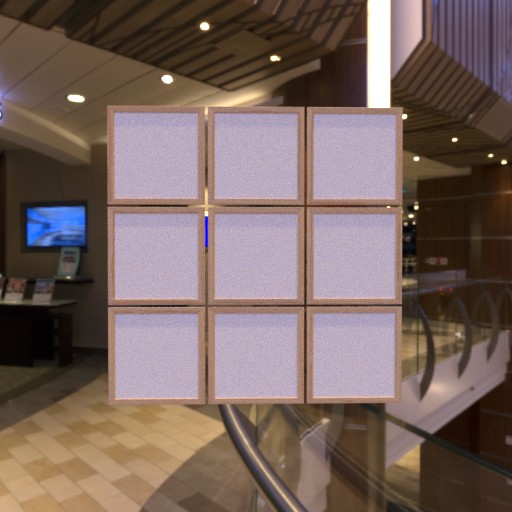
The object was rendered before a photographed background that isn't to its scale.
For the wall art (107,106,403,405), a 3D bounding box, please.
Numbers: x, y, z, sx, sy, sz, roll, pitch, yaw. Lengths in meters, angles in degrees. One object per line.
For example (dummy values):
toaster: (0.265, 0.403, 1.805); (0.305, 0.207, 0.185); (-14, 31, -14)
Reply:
wall art: (0.000, 0.000, 2.294); (1.519, 1.534, 0.013); (0, 1, -1)
